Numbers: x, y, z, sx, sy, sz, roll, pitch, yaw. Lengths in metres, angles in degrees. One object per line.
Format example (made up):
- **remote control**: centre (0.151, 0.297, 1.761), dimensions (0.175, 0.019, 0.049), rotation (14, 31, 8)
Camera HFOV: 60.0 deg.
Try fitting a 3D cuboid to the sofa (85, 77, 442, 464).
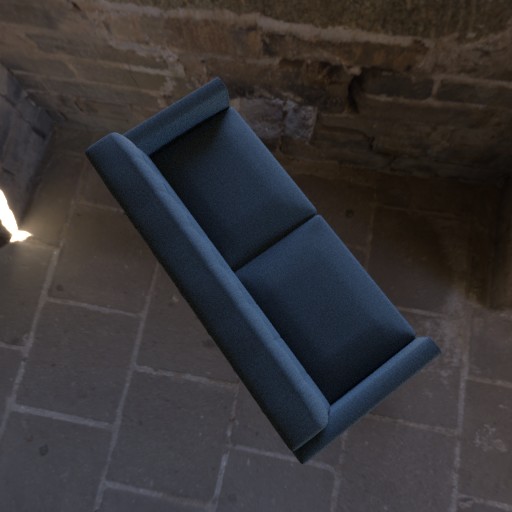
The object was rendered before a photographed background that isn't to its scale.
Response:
- **sofa**: centre (0.000, 0.000, 2.585), dimensions (0.942, 0.884, 2.055), rotation (-35, 78, -9)
